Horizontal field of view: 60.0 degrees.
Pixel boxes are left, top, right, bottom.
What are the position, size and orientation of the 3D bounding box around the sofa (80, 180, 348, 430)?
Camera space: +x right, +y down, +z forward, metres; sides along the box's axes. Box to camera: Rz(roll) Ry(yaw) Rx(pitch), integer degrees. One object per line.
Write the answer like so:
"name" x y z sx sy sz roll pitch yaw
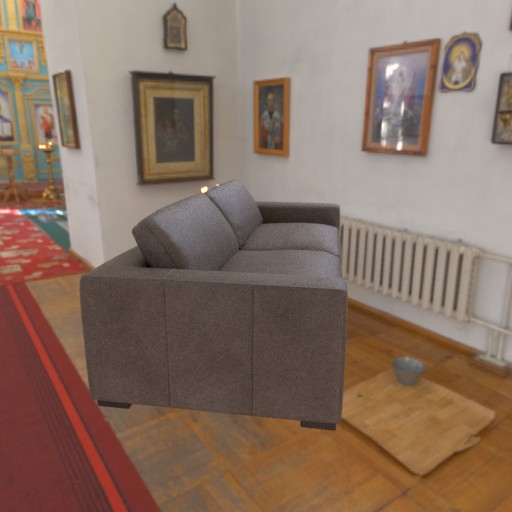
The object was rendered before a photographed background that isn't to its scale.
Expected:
"sofa" 0.000 0.000 2.757 1.070 0.801 2.262 2 15 9
